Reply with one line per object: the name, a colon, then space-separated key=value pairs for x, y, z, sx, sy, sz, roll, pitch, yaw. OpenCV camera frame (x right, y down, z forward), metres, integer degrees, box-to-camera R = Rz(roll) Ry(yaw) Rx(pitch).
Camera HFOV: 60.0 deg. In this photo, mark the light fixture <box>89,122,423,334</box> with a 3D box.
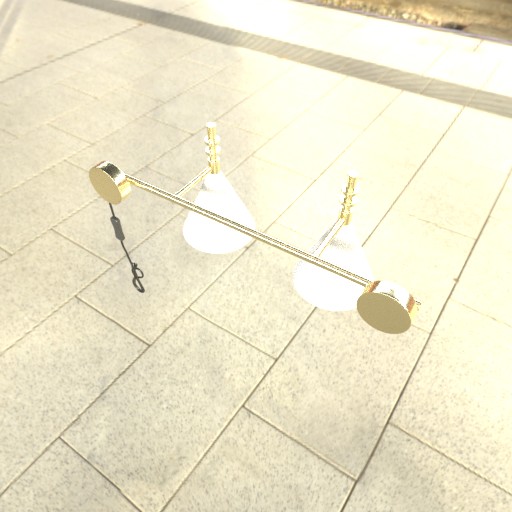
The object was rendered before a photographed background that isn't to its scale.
light fixture: x=0.000 y=0.000 z=0.888 sx=0.642 sy=0.468 sz=0.239 roll=25 pitch=51 yaw=22
